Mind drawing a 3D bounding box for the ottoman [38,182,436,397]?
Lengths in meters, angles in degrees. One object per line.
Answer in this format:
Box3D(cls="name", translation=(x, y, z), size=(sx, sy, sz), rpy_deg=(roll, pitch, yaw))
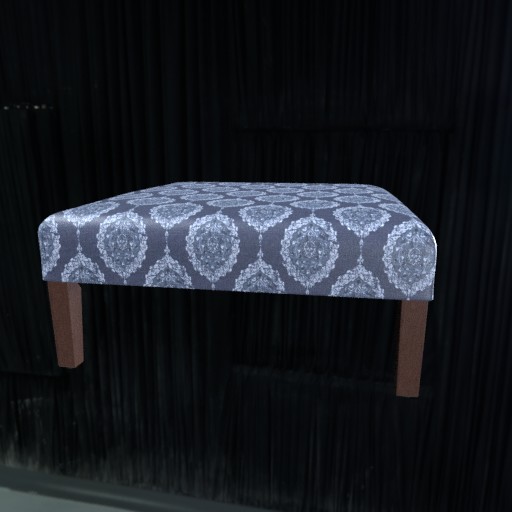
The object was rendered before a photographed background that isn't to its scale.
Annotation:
Box3D(cls="ottoman", translation=(0.000, 0.000, 1.411), size=(0.889, 0.409, 0.890), rpy_deg=(2, 14, 9))
